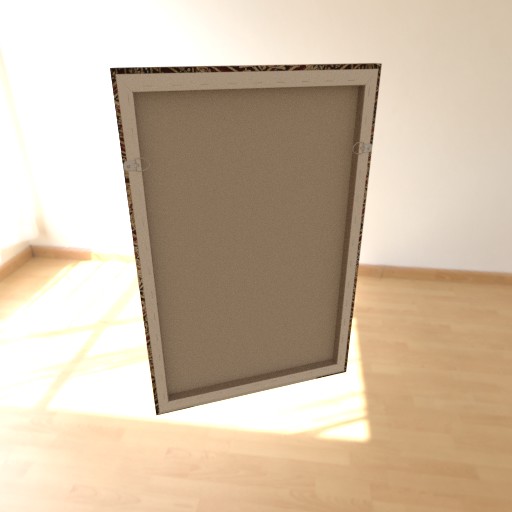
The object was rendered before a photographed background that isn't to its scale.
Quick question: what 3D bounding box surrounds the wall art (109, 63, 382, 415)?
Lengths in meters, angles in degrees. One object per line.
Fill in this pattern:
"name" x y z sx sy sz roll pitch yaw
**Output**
"wall art" 0.000 0.000 0.758 0.397 0.599 0.020 -8 27 -16
